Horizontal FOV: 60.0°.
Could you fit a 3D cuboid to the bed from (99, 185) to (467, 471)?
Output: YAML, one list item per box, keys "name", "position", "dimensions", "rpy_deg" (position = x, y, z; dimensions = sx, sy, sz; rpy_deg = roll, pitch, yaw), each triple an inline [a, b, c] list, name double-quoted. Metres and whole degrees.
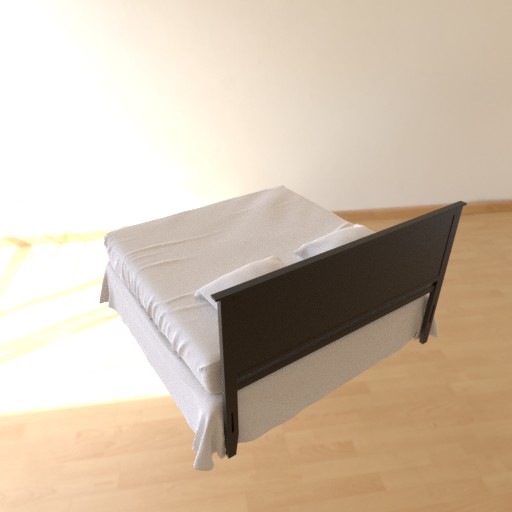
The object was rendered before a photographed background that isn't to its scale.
- name: "bed"
  position: [0.000, 0.000, 3.695]
  dimensions: [2.315, 1.271, 2.219]
  rpy_deg: [-19, 36, -28]
